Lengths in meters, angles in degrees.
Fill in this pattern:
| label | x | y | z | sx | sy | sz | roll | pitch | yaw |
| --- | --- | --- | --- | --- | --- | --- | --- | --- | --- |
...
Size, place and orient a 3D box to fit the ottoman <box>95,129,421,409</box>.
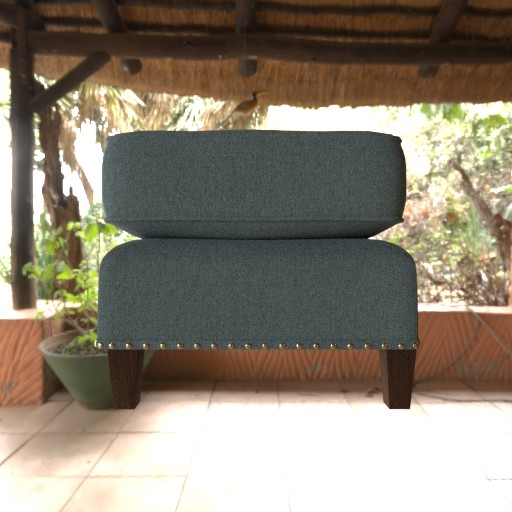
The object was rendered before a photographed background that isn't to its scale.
| label | x | y | z | sx | sy | sz | roll | pitch | yaw |
| --- | --- | --- | --- | --- | --- | --- | --- | --- | --- |
| ottoman | 0.000 | 0.000 | 1.133 | 0.589 | 0.537 | 0.738 | 0 | 1 | 0 |
